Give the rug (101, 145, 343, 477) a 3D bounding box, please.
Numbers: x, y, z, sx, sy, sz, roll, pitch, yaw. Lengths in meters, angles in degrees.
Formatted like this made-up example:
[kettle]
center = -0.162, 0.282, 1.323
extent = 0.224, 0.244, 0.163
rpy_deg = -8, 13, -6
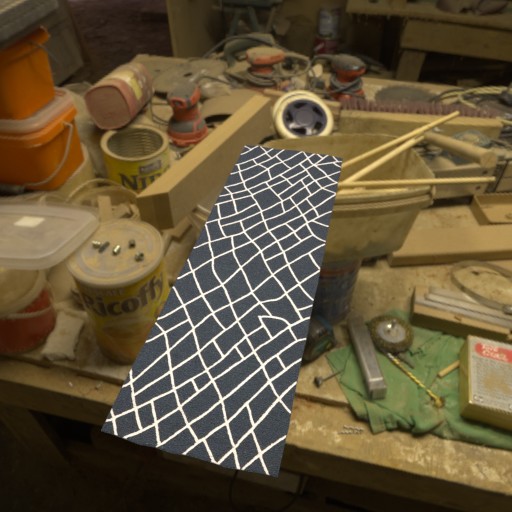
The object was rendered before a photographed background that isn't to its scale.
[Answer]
[rug]
center = 0.000, 0.000, 2.721
extent = 0.807, 0.010, 2.476
rpy_deg = 10, 46, 10
